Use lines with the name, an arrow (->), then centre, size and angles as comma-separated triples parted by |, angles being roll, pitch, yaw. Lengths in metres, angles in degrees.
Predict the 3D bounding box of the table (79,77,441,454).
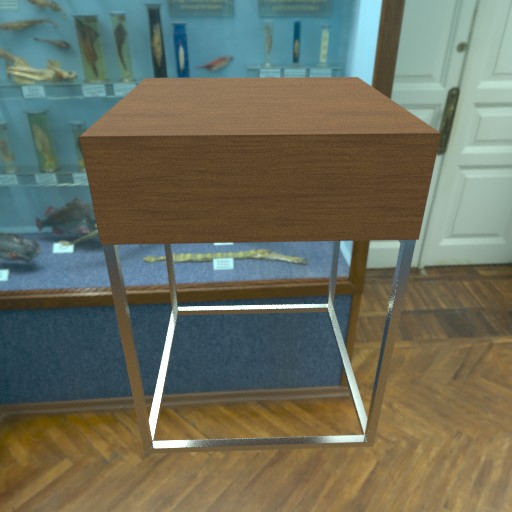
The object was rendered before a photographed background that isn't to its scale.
table -> 0.000, 0.000, 0.793 | 0.397, 0.540, 0.398 | -1, 30, -2
